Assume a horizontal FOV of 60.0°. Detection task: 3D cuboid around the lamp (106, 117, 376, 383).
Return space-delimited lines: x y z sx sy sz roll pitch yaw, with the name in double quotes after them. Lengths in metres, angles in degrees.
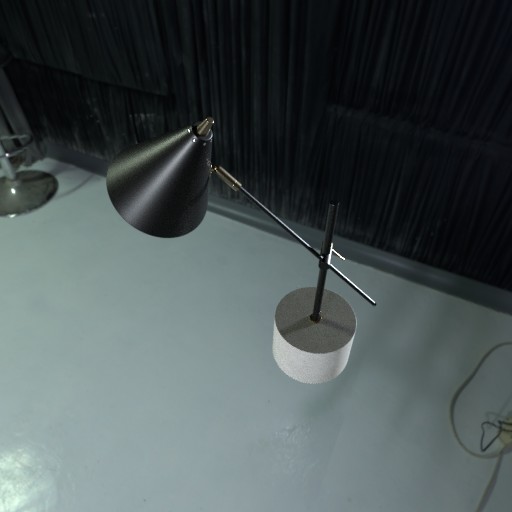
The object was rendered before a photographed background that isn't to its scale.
0.000 0.000 0.715 0.403 0.518 0.214 17 49 15 "lamp"
